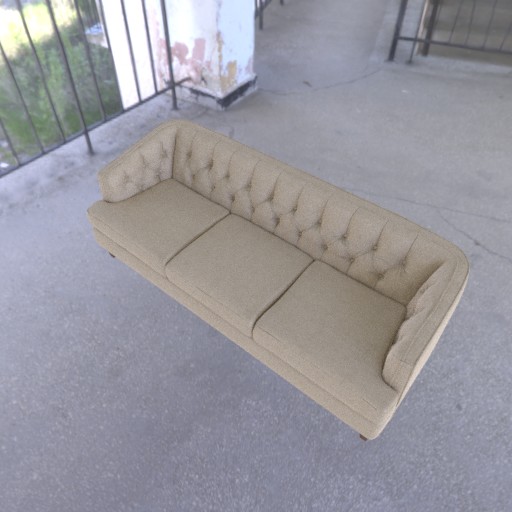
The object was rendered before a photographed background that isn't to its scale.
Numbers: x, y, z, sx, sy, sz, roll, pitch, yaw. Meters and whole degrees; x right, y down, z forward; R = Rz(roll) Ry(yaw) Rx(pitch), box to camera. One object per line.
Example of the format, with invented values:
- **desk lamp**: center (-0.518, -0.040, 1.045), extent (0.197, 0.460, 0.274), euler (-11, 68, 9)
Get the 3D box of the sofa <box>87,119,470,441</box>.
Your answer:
- **sofa**: center (0.000, 0.000, 2.723), extent (2.235, 0.788, 0.913), euler (31, 54, 26)
